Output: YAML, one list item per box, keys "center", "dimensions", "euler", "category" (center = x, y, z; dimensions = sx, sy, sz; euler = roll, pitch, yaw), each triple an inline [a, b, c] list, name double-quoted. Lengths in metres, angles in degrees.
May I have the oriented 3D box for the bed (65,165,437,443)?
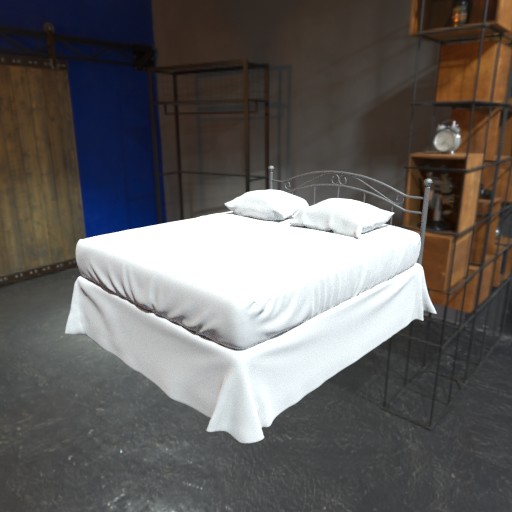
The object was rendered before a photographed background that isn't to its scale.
- center: [0.000, 0.000, 3.265]
  dimensions: [1.936, 1.080, 2.215]
  euler: [15, 22, 41]
  category: "bed"
